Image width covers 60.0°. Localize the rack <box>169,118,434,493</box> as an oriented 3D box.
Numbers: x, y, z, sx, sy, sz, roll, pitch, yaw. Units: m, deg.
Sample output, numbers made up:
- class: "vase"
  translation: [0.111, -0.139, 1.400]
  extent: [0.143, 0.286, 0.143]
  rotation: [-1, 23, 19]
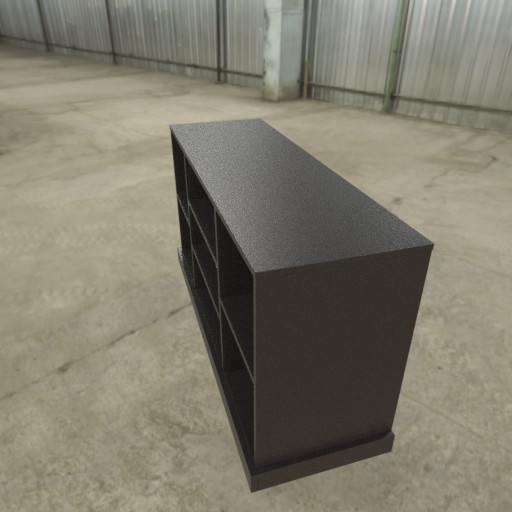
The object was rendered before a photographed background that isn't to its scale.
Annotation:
- class: "rack"
  translation: [0.000, 0.000, 1.498]
  extent: [0.399, 0.635, 1.206]
  rotation: [-9, 31, -15]
